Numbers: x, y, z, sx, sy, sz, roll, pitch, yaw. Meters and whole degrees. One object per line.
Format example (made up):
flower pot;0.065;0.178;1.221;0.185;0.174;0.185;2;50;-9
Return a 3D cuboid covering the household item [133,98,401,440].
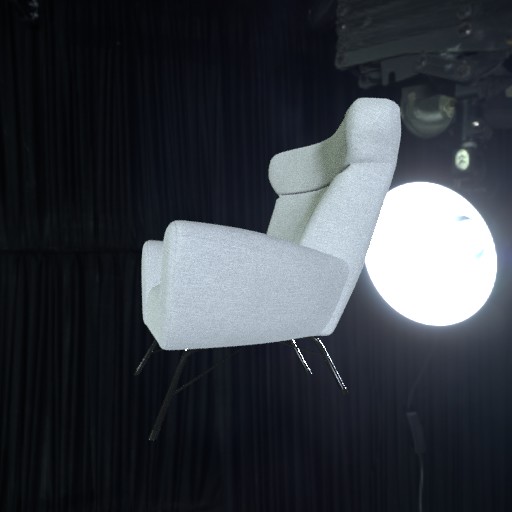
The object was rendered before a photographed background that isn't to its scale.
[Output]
household item;0.000;0.000;1.775;0.900;1.050;0.980;1;-2;-18
